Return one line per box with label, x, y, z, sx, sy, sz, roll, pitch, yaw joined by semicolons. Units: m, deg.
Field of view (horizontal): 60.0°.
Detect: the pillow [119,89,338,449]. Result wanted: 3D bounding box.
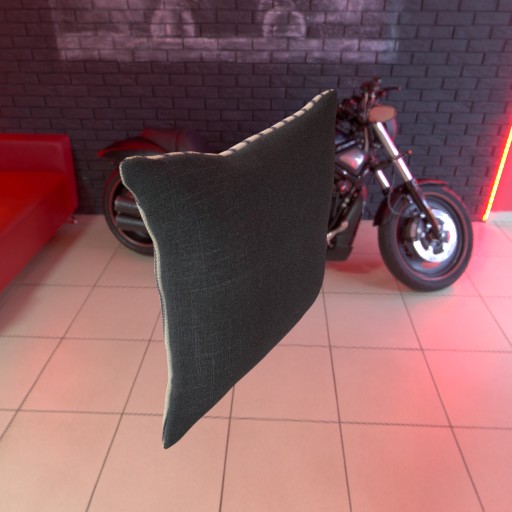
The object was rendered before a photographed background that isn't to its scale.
pillow;0.000;0.000;0.705;0.138;0.444;0.468;20;37;29
